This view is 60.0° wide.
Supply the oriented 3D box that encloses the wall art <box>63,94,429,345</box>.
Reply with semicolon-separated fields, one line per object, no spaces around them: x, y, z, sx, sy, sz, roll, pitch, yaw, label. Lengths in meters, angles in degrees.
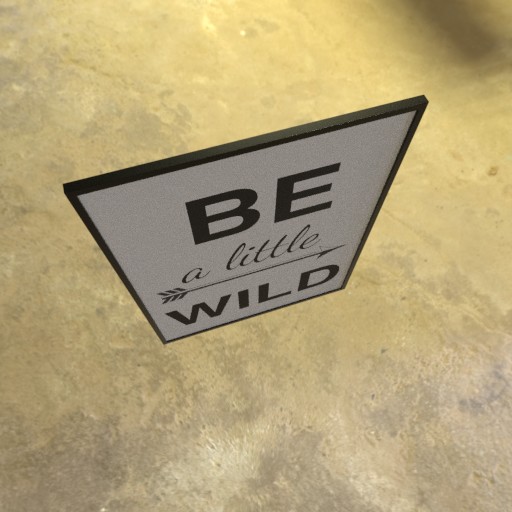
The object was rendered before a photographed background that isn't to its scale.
0.000;0.000;0.773;0.442;0.582;0.013;-16;64;-8;wall art
